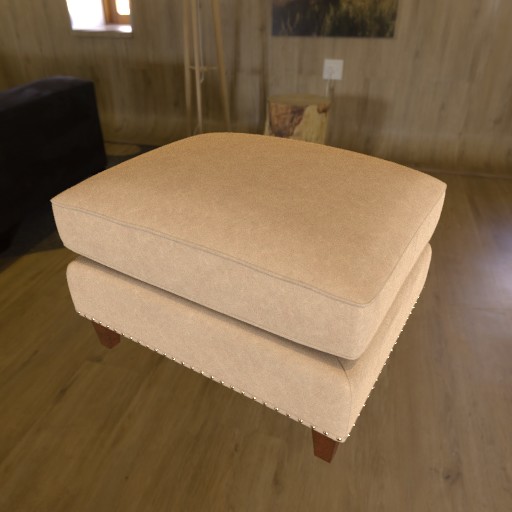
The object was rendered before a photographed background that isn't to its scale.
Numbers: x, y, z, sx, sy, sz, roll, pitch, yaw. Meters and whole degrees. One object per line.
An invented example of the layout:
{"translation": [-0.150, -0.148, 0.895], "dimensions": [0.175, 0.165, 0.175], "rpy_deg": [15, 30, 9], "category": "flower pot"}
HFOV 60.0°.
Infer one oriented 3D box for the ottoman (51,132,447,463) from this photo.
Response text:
{"translation": [0.000, 0.000, 1.107], "dimensions": [0.741, 0.513, 0.584], "rpy_deg": [18, 36, 27], "category": "ottoman"}
